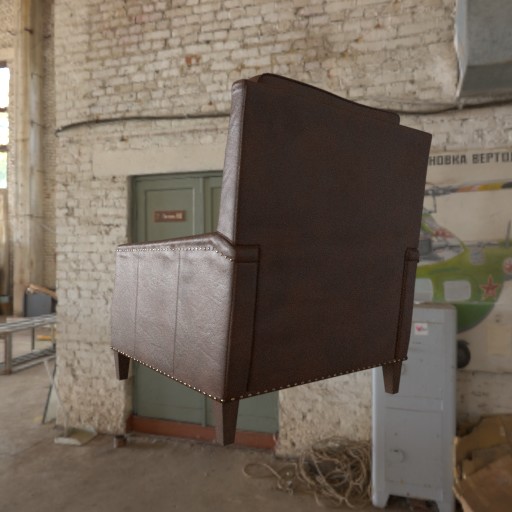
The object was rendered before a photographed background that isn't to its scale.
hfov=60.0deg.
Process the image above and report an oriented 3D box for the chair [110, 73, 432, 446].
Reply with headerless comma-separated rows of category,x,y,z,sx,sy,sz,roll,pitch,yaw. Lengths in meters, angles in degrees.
chair,0.000,0.000,1.771,0.854,1.054,1.035,0,0,-37
